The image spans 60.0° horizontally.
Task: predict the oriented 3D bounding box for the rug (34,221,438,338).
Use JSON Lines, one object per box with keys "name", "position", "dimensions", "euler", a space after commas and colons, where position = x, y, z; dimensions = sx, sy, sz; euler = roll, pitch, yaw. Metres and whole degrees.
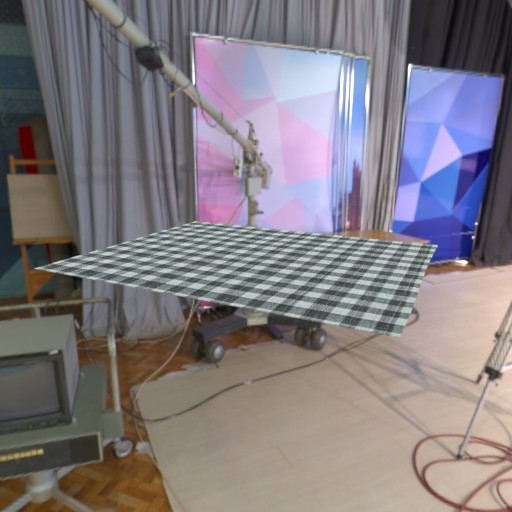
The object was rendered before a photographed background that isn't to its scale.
{"name": "rug", "position": [0.000, 0.000, 4.183], "dimensions": [3.021, 0.013, 2.432], "euler": [7, 17, 26]}
